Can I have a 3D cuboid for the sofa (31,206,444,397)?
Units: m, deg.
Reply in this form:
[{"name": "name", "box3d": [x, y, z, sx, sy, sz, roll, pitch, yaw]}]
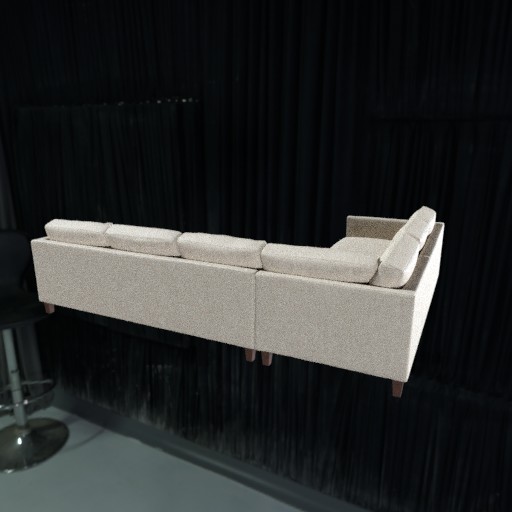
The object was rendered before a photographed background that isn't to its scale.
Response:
[{"name": "sofa", "box3d": [0.000, 0.000, 4.279, 3.182, 0.863, 2.432, 7, 17, 25]}]
